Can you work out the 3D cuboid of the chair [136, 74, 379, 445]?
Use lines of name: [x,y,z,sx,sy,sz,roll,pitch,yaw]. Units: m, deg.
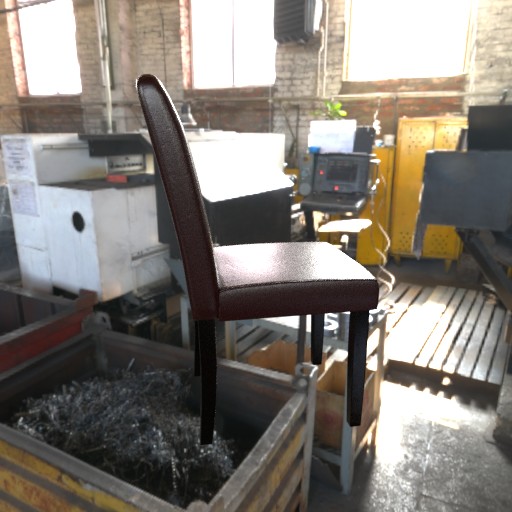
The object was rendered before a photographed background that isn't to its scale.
chair: [0.000,0.000,1.221,0.556,0.897,0.399,-3,16,-10]
